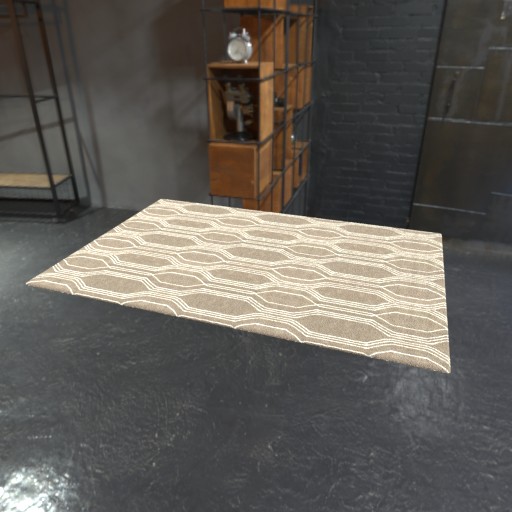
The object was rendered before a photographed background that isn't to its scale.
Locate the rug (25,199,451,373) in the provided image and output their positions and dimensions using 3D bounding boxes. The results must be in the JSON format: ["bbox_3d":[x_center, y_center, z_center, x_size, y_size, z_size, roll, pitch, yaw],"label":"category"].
[{"bbox_3d":[0.000,0.000,2.303,1.836,0.012,1.239,9,28,17],"label":"rug"}]
